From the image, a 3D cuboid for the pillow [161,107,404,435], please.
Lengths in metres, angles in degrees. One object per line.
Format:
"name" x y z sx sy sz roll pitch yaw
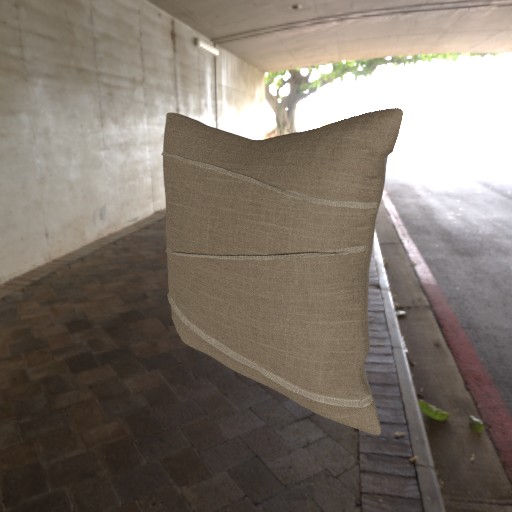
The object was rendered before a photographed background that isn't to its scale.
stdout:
"pillow" 0.000 0.000 0.640 0.424 0.400 0.169 15 23 41
